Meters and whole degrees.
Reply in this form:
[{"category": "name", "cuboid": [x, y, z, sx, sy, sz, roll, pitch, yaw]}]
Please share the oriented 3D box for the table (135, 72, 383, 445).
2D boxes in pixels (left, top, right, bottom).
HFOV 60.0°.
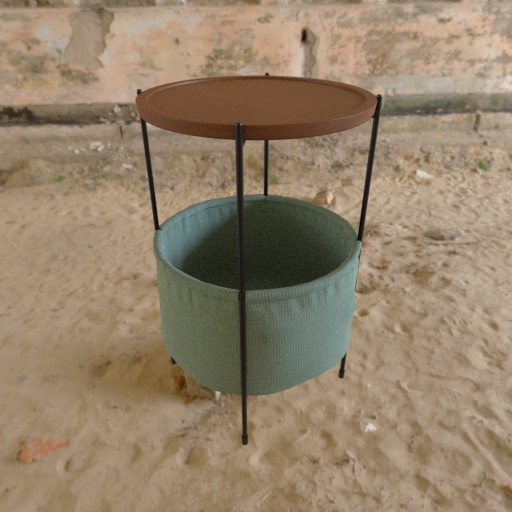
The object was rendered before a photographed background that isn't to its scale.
[{"category": "table", "cuboid": [0.000, 0.000, 0.883, 0.400, 0.623, 0.400, -22, 37, -32]}]
